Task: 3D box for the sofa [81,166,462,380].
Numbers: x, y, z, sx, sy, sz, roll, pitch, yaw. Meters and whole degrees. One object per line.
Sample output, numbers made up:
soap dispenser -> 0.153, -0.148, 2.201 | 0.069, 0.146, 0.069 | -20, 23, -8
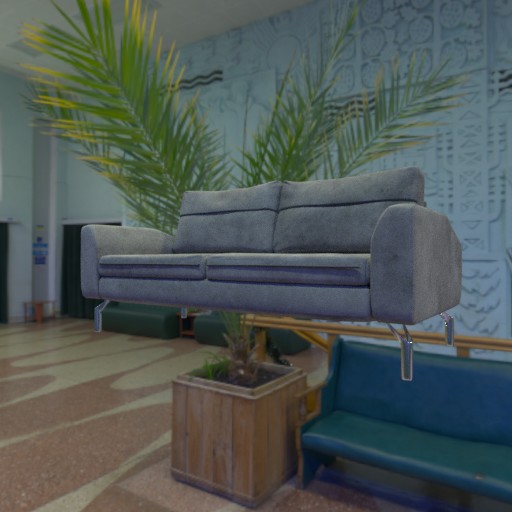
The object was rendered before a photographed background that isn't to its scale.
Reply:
sofa -> 0.000, 0.000, 2.302 | 1.837, 0.859, 0.849 | 0, 0, 35
